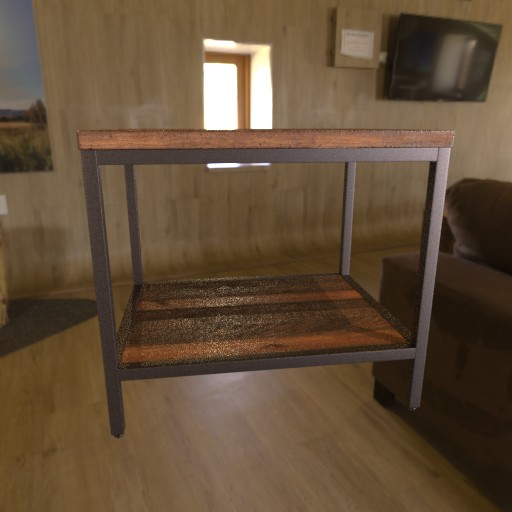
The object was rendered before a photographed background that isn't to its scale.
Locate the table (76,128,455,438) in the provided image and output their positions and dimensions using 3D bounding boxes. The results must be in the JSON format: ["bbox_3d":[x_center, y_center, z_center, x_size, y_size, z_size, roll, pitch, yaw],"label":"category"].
[{"bbox_3d":[0.000,0.000,1.114,0.678,0.612,0.524,-2,16,-8],"label":"table"}]
